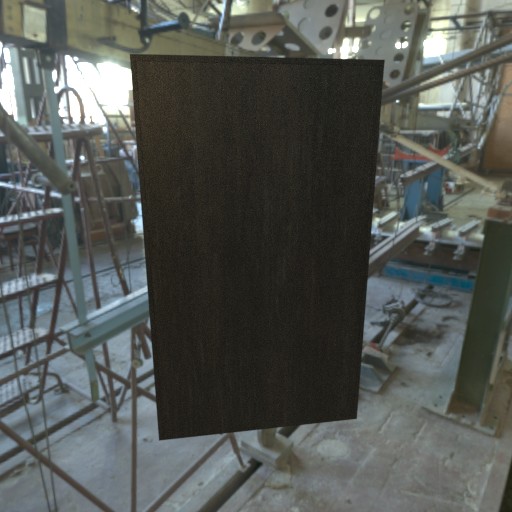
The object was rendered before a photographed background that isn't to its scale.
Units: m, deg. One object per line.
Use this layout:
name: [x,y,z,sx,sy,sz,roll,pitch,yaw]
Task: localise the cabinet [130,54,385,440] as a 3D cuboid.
cabinet: [0.000,0.000,1.588,0.750,1.280,0.250,-3,17,-9]
